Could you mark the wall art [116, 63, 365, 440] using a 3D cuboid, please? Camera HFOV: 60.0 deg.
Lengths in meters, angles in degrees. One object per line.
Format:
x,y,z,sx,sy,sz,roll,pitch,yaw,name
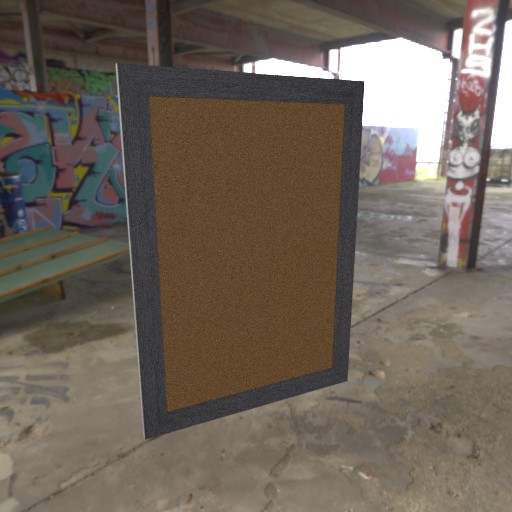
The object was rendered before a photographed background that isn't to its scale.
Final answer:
0.000,0.000,1.394,0.768,1.070,0.020,-7,16,-25,wall art
